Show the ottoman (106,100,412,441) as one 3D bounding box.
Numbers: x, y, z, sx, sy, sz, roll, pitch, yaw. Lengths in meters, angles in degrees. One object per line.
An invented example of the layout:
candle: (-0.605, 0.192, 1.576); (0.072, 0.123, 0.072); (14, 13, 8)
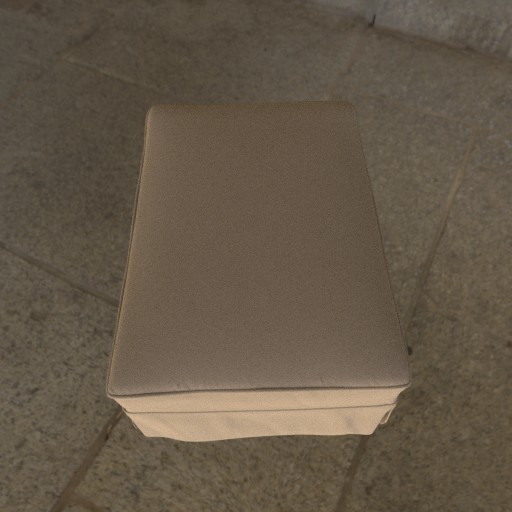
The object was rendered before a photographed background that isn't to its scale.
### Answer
ottoman: (0.000, 0.000, 1.313); (0.721, 0.482, 0.959); (-1, 58, -1)
